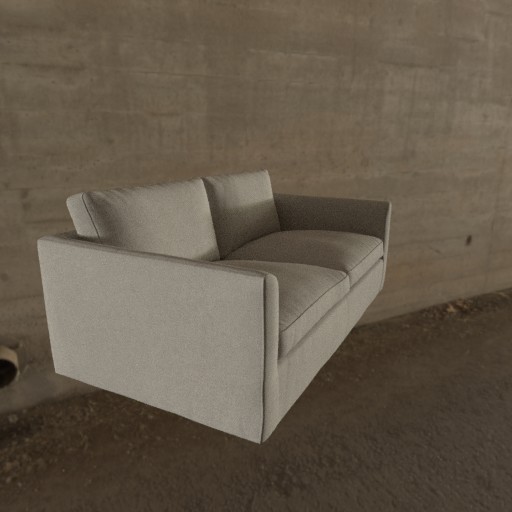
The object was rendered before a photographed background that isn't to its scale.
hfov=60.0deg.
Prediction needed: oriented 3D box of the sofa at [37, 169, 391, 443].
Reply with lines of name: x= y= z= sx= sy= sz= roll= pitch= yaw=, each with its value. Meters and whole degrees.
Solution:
sofa: x=0.000 y=0.000 z=2.462 sx=1.091 sy=0.839 sz=1.905 roll=8 pitch=17 yaw=27
